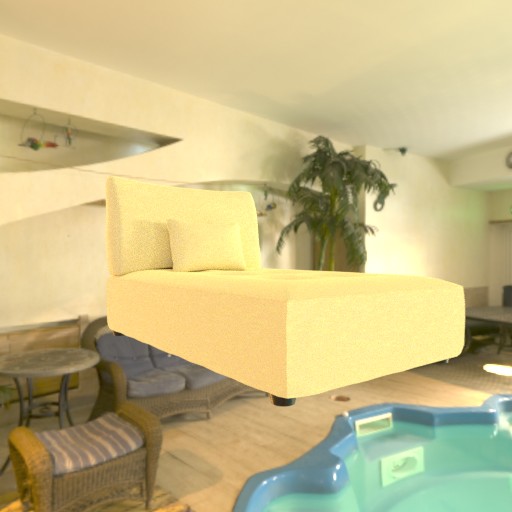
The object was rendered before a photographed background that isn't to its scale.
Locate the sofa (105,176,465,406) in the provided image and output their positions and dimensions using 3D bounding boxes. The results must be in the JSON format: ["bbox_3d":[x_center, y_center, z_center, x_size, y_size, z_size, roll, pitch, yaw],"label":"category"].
[{"bbox_3d":[0.000,0.000,2.009,0.930,0.820,1.450,0,1,-37],"label":"sofa"}]
